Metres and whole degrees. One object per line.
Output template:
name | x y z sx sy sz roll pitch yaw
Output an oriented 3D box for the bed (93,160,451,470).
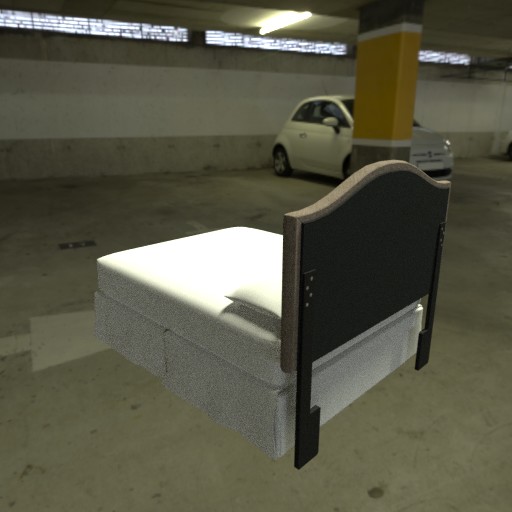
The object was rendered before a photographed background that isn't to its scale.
bed | 0.000 0.000 3.308 2.153 1.518 1.713 16 23 43
